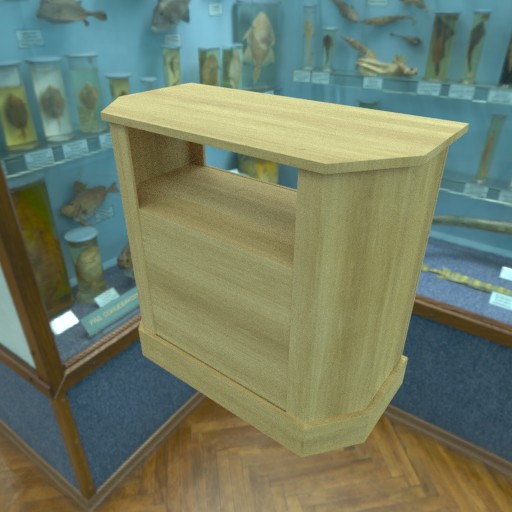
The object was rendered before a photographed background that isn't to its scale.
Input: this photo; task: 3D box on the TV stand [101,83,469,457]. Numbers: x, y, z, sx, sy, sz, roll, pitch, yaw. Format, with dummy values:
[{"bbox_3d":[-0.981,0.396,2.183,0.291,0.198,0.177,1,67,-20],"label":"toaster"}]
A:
[{"bbox_3d":[0.000,0.000,1.247,0.851,0.781,0.425,21,37,32],"label":"TV stand"}]
